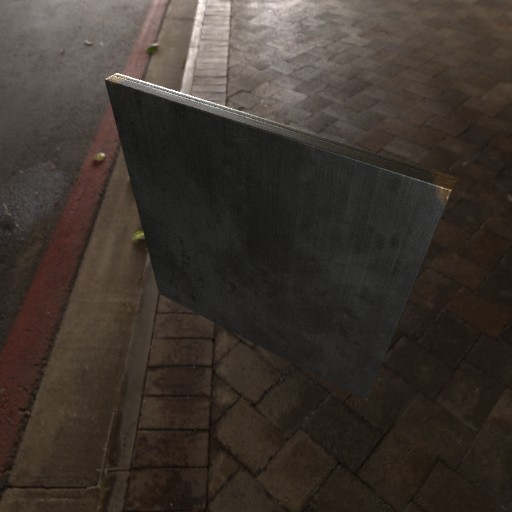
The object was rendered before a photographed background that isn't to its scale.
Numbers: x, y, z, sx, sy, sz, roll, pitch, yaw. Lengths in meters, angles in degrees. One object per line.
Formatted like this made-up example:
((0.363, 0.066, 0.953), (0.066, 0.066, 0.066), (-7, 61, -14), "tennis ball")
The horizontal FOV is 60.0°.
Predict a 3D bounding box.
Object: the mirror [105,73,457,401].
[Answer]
((0.000, 0.000, 0.569), (0.382, 0.381, 0.020), (24, 51, 21), "mirror")
